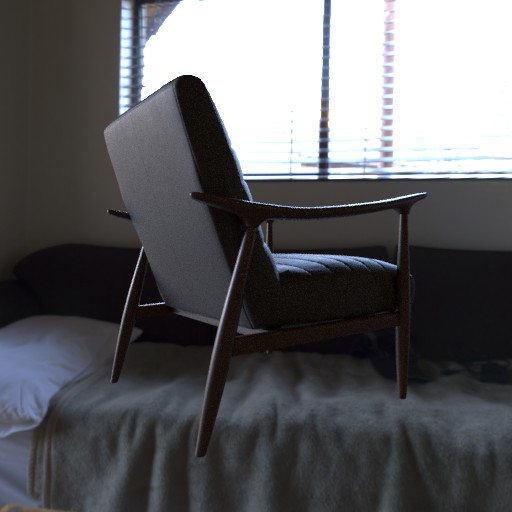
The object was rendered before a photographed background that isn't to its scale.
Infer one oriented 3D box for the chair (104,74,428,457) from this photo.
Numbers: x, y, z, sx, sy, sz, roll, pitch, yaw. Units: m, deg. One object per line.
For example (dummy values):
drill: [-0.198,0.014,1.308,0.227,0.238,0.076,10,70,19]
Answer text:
chair: [0.000,0.000,1.393,0.798,0.831,0.741,-1,2,-35]
